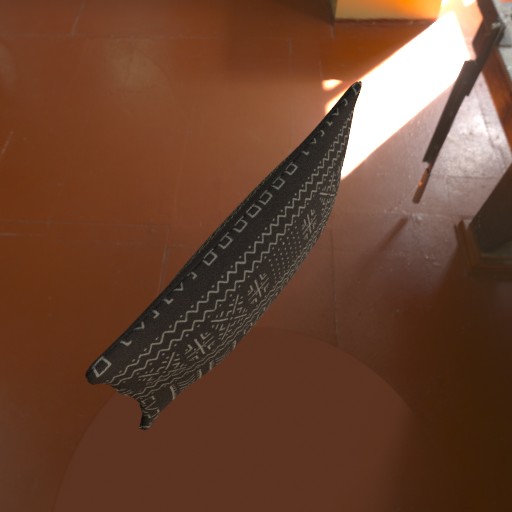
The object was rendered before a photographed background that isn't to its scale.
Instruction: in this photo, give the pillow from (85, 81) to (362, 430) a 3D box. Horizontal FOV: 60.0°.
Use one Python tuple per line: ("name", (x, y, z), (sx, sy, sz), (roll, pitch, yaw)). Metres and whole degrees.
("pillow", (0.000, 0.000, 0.785), (0.135, 0.322, 0.667), (32, 64, 18))
